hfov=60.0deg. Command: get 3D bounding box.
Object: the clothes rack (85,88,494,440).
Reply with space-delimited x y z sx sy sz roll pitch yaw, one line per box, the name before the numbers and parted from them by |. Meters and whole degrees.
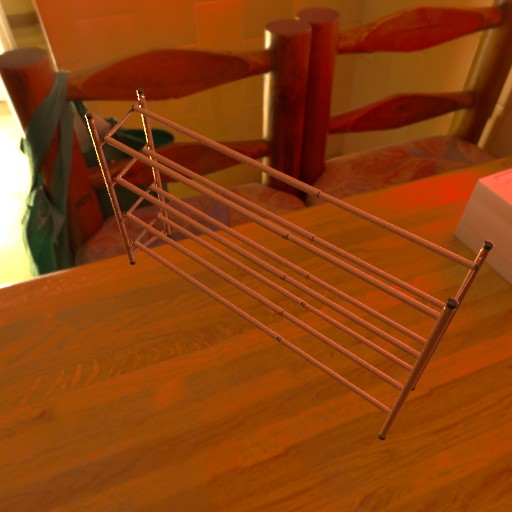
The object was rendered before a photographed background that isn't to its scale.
clothes rack | 0.000 0.000 1.404 1.168 0.672 0.229 30 54 25
